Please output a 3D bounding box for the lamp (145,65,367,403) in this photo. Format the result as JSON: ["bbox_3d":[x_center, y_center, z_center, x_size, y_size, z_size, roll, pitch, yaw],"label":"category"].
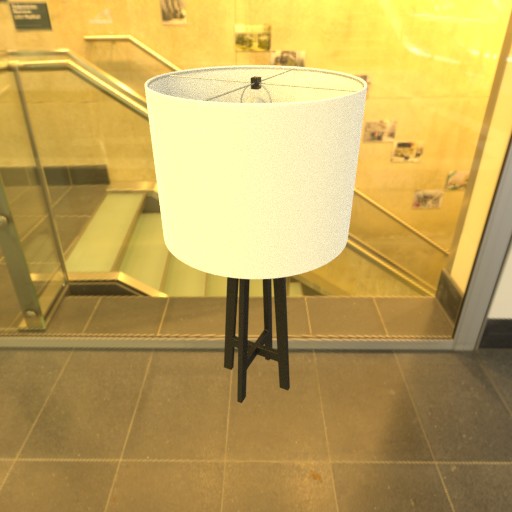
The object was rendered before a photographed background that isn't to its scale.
[{"bbox_3d":[0.000,0.000,0.647,0.257,0.489,0.257,-10,32,-16],"label":"lamp"}]
